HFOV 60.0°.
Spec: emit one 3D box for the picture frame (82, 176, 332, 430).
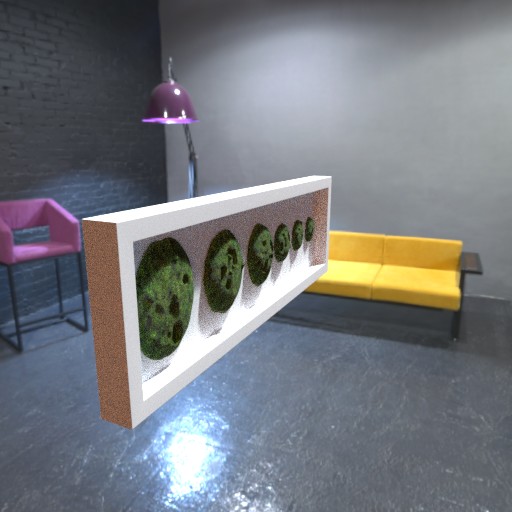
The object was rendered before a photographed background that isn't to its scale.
[{"bbox_3d":[0.000,0.000,0.836,0.050,0.250,0.759,7,16,26],"label":"picture frame"}]
